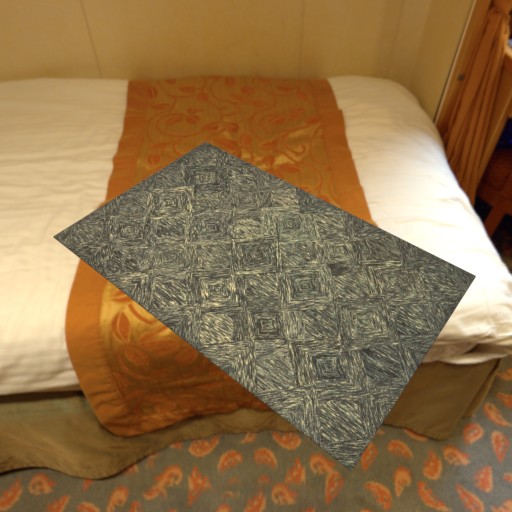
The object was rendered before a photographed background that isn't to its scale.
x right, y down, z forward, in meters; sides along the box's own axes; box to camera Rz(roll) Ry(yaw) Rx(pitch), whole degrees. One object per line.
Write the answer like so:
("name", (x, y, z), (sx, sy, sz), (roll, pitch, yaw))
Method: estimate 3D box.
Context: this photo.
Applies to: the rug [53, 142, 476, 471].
("rug", (0.000, 0.000, 2.873), (2.330, 0.017, 1.478), (31, 55, 26))
